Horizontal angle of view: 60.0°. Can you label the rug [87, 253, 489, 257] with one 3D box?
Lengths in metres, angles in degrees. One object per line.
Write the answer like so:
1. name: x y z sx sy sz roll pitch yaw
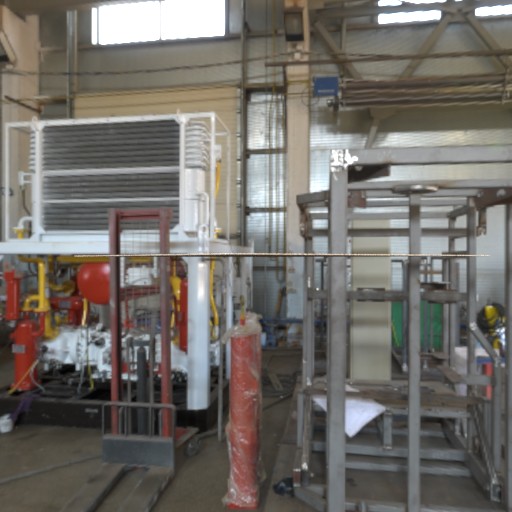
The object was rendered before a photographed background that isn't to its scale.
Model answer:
1. rug: 0.000 0.000 4.084 2.442 0.008 3.046 0 0 -36
